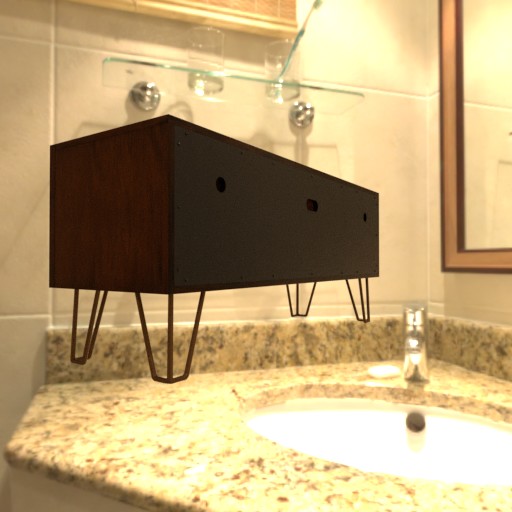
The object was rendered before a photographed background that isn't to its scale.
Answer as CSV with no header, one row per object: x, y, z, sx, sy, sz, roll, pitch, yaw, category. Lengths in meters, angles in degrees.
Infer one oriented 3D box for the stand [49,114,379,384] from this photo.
0.000,0.000,1.675,0.481,0.610,1.372,-1,-1,35,stand
